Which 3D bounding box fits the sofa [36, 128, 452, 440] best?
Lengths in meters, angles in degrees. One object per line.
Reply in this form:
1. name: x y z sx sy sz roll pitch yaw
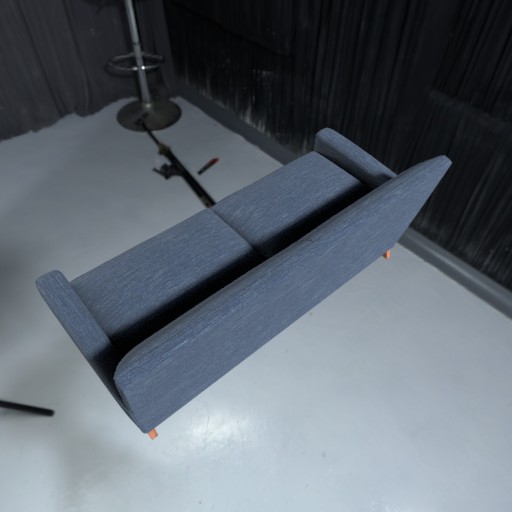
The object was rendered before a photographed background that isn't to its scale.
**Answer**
1. sofa: 0.000 0.000 2.384 1.976 0.846 0.875 -33 56 -26
